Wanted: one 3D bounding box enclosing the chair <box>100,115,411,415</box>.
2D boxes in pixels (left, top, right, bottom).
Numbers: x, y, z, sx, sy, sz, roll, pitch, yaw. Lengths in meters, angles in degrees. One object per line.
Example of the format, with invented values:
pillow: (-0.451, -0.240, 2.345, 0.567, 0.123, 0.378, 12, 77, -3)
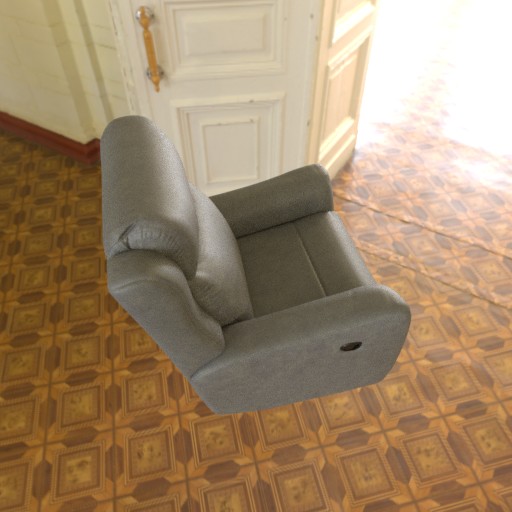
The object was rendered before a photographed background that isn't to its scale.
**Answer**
chair: (0.000, 0.000, 1.900, 1.068, 1.116, 0.965, -10, 47, -10)
